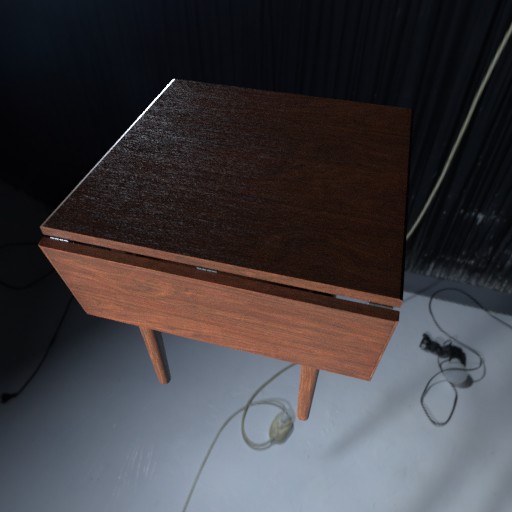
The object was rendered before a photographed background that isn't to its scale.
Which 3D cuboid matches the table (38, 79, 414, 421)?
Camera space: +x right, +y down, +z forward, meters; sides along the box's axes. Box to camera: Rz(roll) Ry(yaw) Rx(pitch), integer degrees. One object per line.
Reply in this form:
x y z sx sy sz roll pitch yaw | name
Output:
0.000 0.000 1.475 0.812 0.763 0.843 11 47 11 | table
